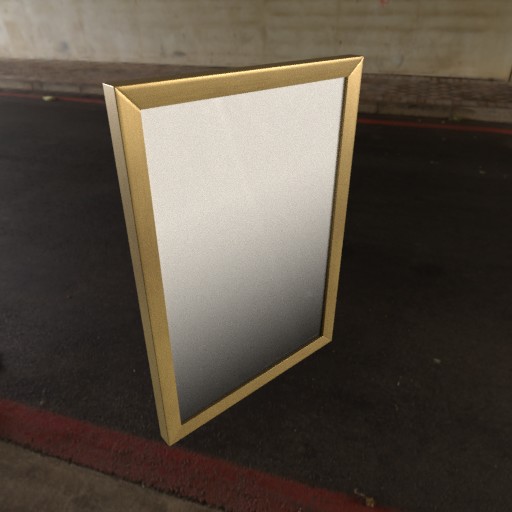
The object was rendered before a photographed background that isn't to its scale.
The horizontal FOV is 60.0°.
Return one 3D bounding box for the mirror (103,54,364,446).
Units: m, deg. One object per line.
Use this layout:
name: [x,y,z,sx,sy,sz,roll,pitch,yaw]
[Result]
mirror: [0.000,0.000,0.897,0.507,0.710,0.040,-23,38,-34]
